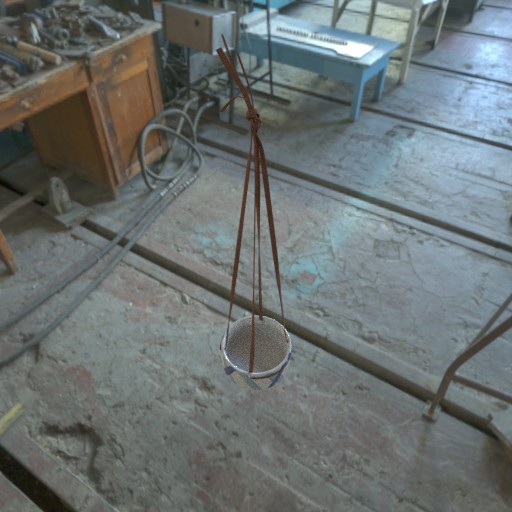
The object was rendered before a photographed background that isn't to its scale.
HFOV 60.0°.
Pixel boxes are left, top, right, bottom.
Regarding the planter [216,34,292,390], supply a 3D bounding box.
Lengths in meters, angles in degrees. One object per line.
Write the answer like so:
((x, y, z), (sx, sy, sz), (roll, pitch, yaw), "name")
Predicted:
((0.000, 0.000, 0.815), (0.166, 0.751, 0.166), (-9, 46, -9), "planter")
